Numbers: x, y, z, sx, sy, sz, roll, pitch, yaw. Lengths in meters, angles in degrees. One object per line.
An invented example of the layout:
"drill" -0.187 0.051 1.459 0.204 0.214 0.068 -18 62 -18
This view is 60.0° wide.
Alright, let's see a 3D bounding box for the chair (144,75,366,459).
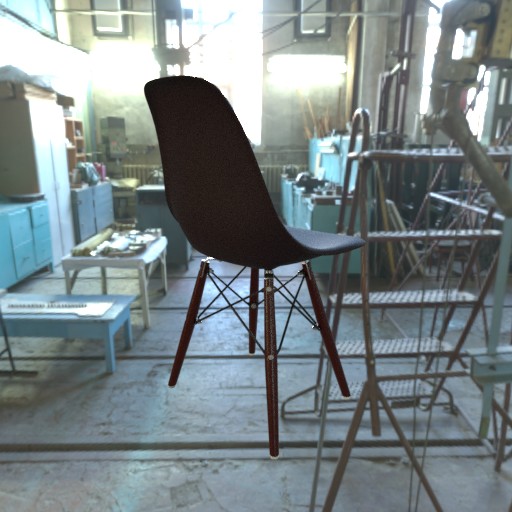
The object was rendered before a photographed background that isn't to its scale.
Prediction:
"chair" 0.000 0.000 1.161 0.470 0.826 0.533 14 20 42
